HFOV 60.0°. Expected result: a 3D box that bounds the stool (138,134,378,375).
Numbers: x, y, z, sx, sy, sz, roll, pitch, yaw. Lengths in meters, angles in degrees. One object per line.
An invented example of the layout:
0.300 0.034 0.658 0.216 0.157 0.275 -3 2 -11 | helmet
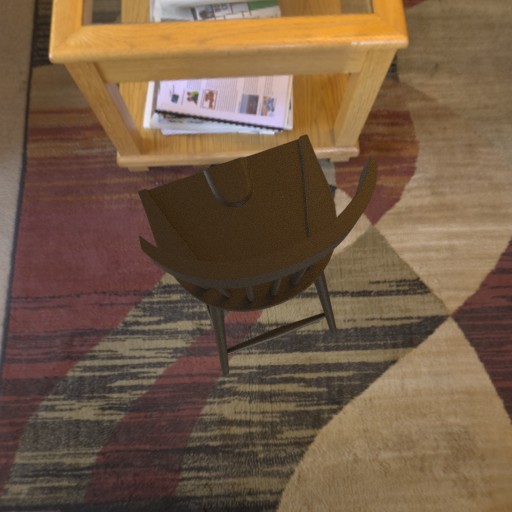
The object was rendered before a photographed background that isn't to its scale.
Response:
0.000 0.000 1.269 0.494 0.953 0.549 -20 76 -5 | stool
